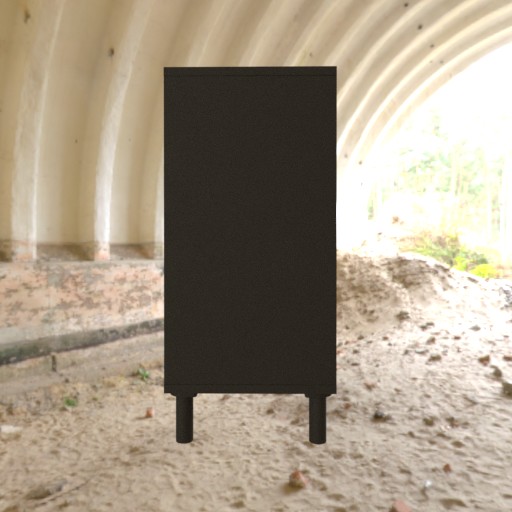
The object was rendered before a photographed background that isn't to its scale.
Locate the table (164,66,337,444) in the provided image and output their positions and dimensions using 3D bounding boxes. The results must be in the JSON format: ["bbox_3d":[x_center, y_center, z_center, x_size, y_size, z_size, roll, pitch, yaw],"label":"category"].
[{"bbox_3d":[0.000,0.000,1.595,0.400,0.855,1.200,0,0,1],"label":"table"}]
